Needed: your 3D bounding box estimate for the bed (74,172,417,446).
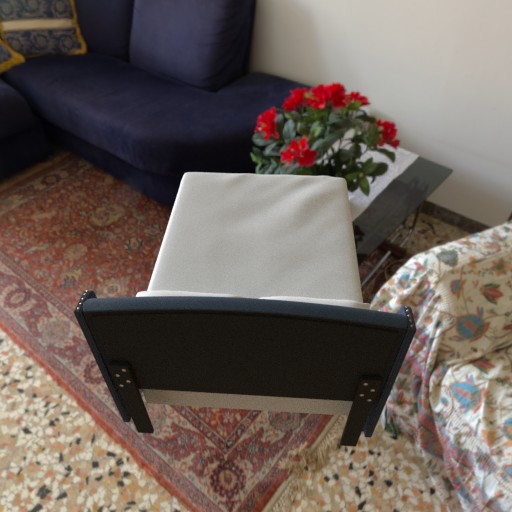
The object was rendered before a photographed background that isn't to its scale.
[{"bbox_3d":[0.000,0.000,3.398,1.710,1.407,2.237,3,45,3],"label":"bed"}]
